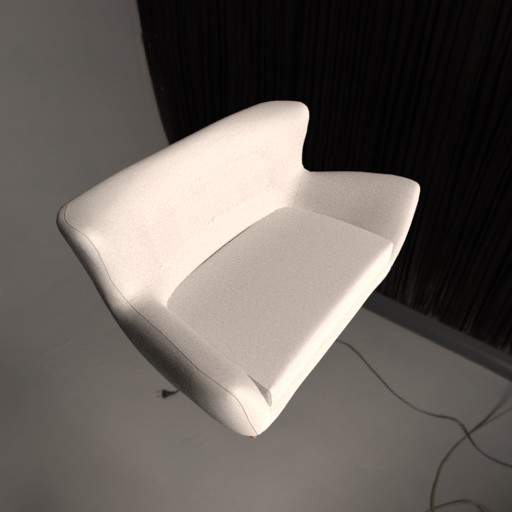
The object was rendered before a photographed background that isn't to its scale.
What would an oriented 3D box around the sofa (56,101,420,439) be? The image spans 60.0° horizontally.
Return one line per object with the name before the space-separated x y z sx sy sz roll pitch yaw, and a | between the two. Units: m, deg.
sofa | 0.000 0.000 1.946 0.921 0.878 1.424 26 47 27
